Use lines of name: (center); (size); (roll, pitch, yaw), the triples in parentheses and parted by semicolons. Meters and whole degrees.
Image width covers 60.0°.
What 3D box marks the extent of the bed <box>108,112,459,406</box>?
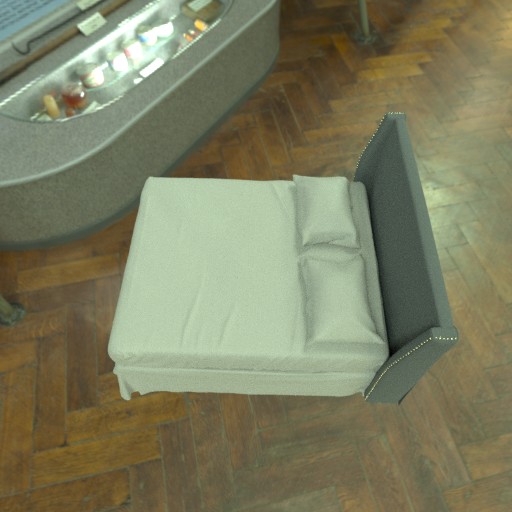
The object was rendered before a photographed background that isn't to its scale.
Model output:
bed: (0.000, 0.000, 3.462); (2.276, 1.332, 1.925); (1, 56, 1)
